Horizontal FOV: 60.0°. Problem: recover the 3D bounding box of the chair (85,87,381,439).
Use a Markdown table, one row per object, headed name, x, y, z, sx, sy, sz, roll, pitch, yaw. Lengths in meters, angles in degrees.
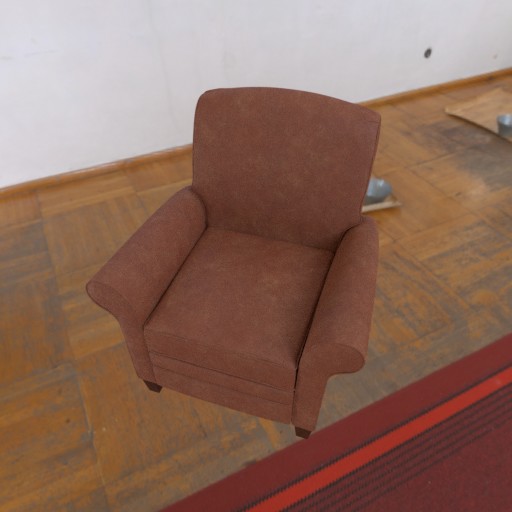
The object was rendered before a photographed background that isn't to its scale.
| name | x | y | z | sx | sy | sz | roll | pitch | yaw |
| --- | --- | --- | --- | --- | --- | --- | --- | --- | --- |
| chair | 0.000 | 0.000 | 1.795 | 0.978 | 1.061 | 0.902 | 12 | 42 | 14 |
